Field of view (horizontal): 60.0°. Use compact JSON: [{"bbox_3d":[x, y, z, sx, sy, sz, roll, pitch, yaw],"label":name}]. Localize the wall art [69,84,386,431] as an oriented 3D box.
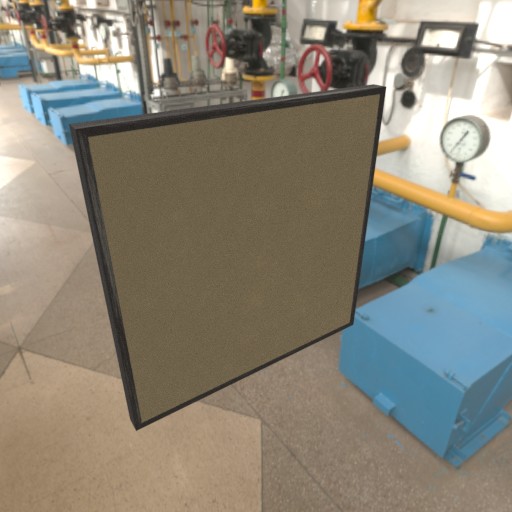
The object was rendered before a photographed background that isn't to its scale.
[{"bbox_3d":[0.000,0.000,1.135,0.762,0.758,0.043,-19,35,-29],"label":"wall art"}]
